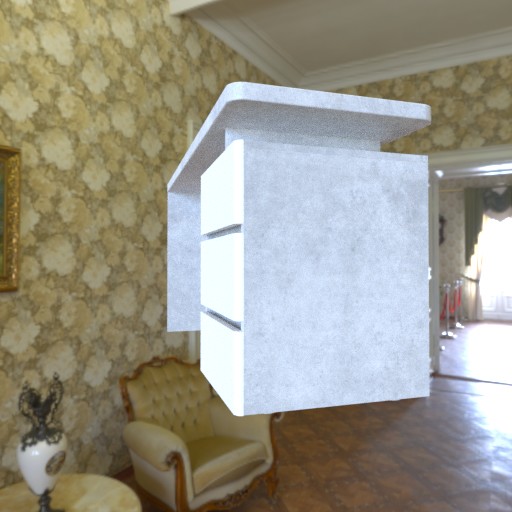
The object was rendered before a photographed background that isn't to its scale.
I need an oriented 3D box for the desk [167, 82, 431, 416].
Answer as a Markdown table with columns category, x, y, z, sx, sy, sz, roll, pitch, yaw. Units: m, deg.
| category | x | y | z | sx | sy | sz | roll | pitch | yaw |
| --- | --- | --- | --- | --- | --- | --- | --- | --- | --- |
| desk | 0.000 | 0.000 | 1.718 | 0.550 | 0.755 | 1.400 | 0 | -1 | -17 |
